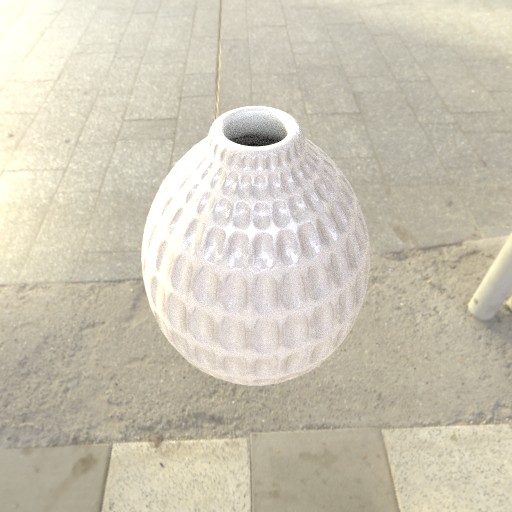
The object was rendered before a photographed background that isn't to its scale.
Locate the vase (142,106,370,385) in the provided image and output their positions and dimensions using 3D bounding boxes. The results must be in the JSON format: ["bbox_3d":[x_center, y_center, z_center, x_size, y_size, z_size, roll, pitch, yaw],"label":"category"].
[{"bbox_3d":[0.000,0.000,0.254,0.128,0.167,0.128,0,48,0],"label":"vase"}]
